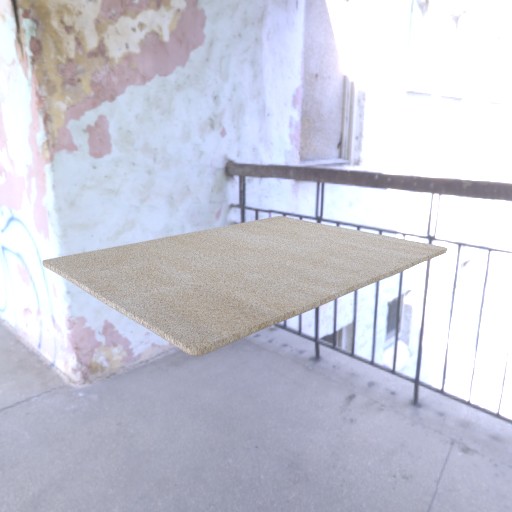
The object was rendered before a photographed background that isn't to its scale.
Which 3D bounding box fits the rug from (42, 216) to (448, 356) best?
[{"bbox_3d":[0.000,0.000,2.158,1.600,0.025,1.199,-15,22,-41],"label":"rug"}]
